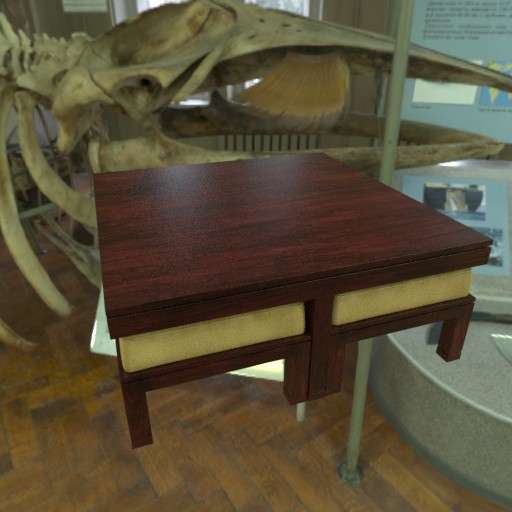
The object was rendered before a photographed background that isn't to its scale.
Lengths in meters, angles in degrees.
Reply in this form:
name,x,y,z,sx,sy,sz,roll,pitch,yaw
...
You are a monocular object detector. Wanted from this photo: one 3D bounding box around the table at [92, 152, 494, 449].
name,x,y,z,sx,sy,sz,roll,pitch,yaw
table,0.000,0.000,1.344,0.865,0.356,0.865,-9,29,-17
